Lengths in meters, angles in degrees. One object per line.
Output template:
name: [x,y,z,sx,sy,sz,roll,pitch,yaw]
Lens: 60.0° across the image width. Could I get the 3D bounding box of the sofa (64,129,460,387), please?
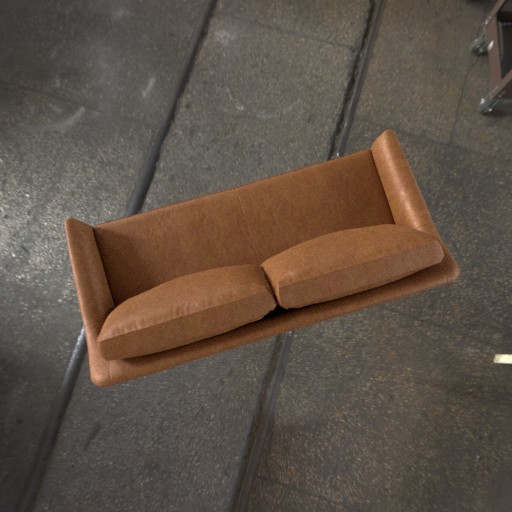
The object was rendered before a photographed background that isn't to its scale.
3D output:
sofa: [0.000,0.000,2.624,2.036,0.945,0.981,-16,78,-4]
